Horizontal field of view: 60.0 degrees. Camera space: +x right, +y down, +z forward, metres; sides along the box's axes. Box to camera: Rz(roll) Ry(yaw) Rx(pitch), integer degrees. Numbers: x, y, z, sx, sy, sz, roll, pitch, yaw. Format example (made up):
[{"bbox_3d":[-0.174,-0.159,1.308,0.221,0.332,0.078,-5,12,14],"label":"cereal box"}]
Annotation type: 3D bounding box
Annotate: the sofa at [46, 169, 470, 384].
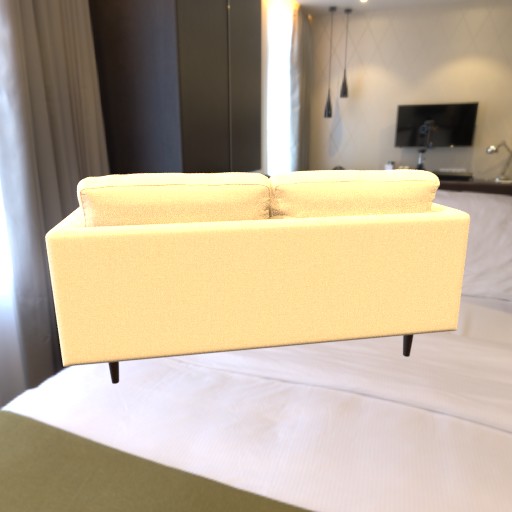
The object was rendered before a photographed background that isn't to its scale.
[{"bbox_3d":[0.000,0.000,2.236,1.713,0.893,0.940,-3,16,-10],"label":"sofa"}]
